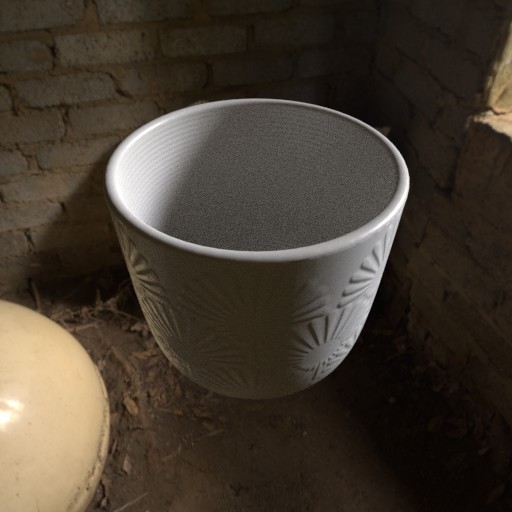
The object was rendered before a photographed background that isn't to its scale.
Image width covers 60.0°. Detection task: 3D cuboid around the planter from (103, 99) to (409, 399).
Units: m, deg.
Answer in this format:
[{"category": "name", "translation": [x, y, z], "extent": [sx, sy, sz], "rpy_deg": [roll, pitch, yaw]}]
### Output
[{"category": "planter", "translation": [0.000, 0.000, 0.220], "extent": [0.124, 0.109, 0.124], "rpy_deg": [0, 42, 0]}]
